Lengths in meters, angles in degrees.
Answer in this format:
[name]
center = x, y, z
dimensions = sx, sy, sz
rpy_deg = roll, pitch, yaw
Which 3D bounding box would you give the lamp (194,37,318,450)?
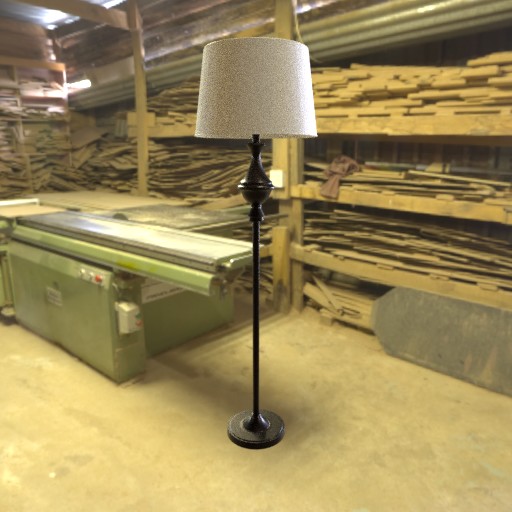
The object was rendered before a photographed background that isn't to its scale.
[lamp]
center = 0.000, 0.000, 1.664
dimensions = 0.431, 1.484, 0.431
rpy_deg = 0, 13, 0
